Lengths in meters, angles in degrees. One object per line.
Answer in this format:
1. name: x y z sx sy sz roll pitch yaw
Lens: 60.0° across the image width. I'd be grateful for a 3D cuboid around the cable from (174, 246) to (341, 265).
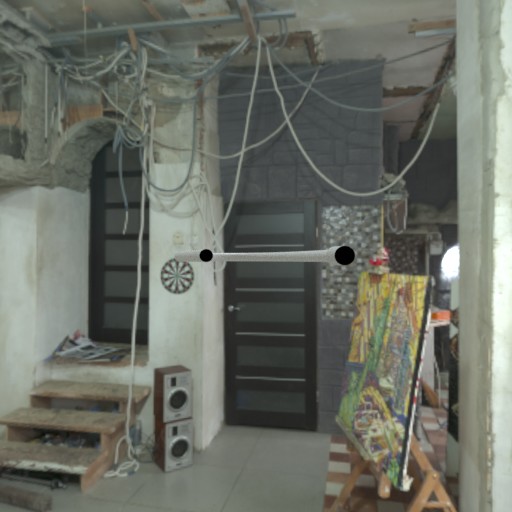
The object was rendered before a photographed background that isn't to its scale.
1. cable: 0.000 0.000 0.113 0.040 0.006 0.098 0 -1 -18
